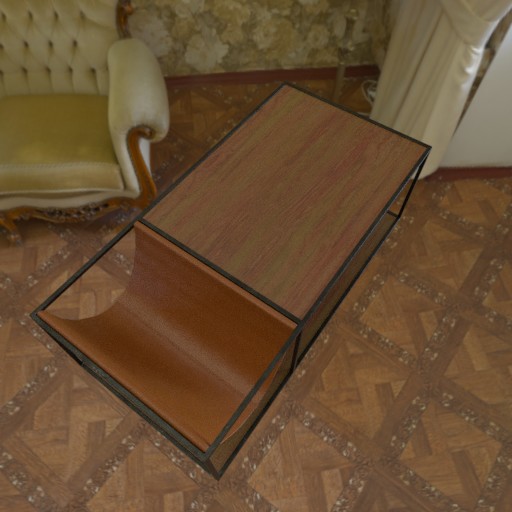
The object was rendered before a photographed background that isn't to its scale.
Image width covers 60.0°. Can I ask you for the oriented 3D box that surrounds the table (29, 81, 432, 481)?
[{"bbox_3d":[0.000,0.000,1.490,0.597,0.403,1.199,32,63,18],"label":"table"}]
